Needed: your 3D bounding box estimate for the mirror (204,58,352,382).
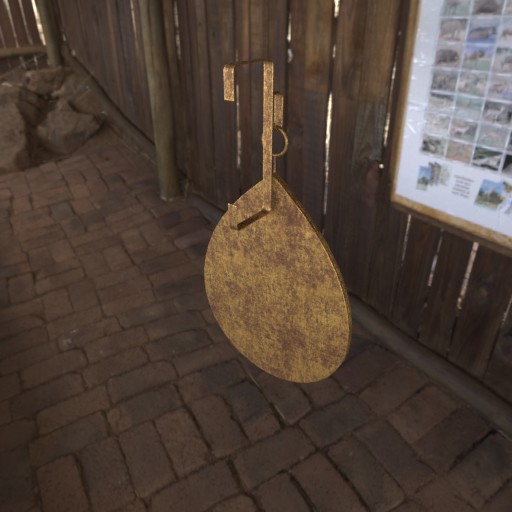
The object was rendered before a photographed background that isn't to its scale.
[{"bbox_3d":[0.000,0.000,0.915,0.405,0.744,0.144,21,36,31],"label":"mirror"}]
